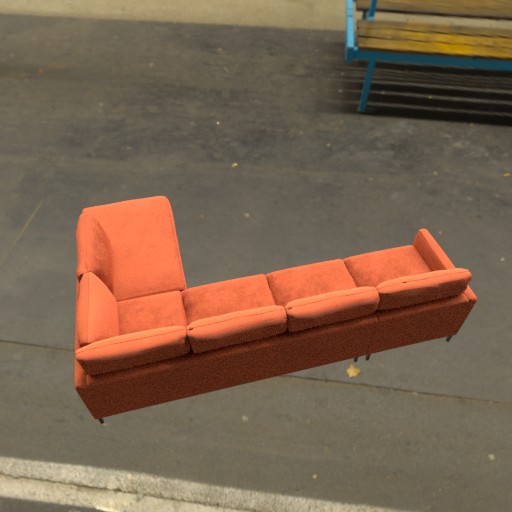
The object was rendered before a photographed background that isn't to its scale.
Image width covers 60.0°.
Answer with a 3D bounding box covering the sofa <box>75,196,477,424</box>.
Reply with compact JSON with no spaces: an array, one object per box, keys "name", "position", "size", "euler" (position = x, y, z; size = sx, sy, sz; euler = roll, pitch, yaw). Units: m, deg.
[{"name":"sofa","position":[0.000,0.000,3.567],"size":[2.736,0.757,1.879],"euler":[-11,48,-10]}]
